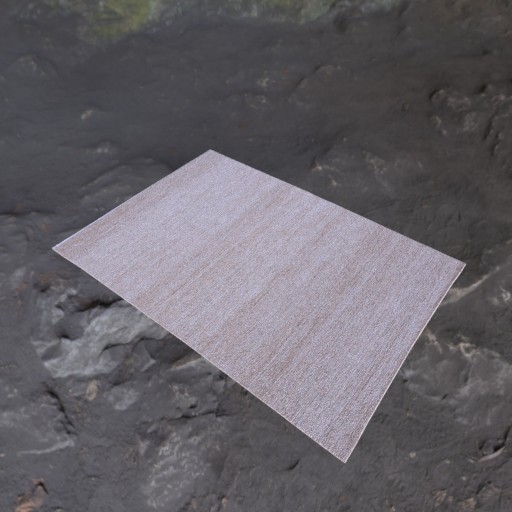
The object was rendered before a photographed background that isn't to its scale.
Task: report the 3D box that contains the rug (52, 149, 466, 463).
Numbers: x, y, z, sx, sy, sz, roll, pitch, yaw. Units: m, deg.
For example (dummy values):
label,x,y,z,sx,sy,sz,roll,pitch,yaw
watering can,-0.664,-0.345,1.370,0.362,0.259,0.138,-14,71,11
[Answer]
label,x,y,z,sx,sy,sz,roll,pitch,yaw
rug,0.000,0.000,2.957,2.283,0.030,1.596,29,52,26
